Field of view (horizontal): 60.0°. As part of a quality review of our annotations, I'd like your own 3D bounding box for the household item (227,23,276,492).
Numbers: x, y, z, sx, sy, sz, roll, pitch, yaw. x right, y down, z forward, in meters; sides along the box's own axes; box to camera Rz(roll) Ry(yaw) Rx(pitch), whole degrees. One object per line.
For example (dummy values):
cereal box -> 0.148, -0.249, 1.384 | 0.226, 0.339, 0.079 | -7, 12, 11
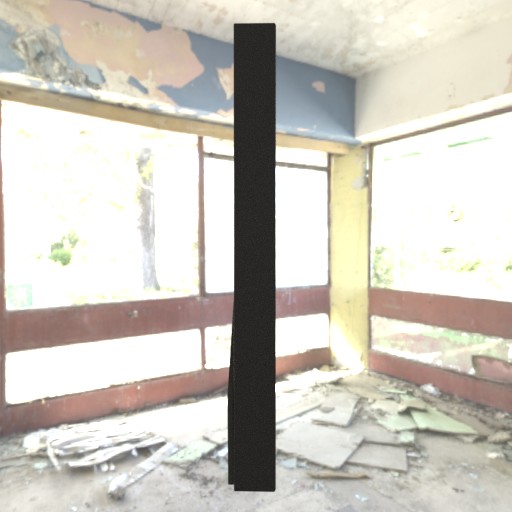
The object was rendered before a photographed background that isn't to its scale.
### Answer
household item -> 0.000, 0.000, 0.234 | 0.022, 0.178, 0.133 | 0, 1, 2
